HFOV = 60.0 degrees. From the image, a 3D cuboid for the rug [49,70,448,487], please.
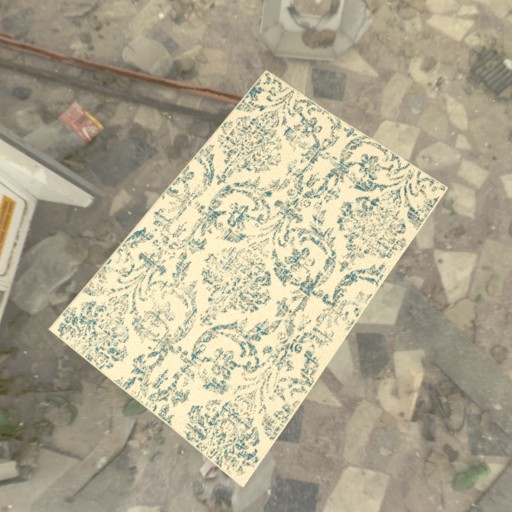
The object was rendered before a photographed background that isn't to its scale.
[{"bbox_3d":[0.000,0.000,2.292,1.213,0.012,1.831,36,79,8],"label":"rug"}]
